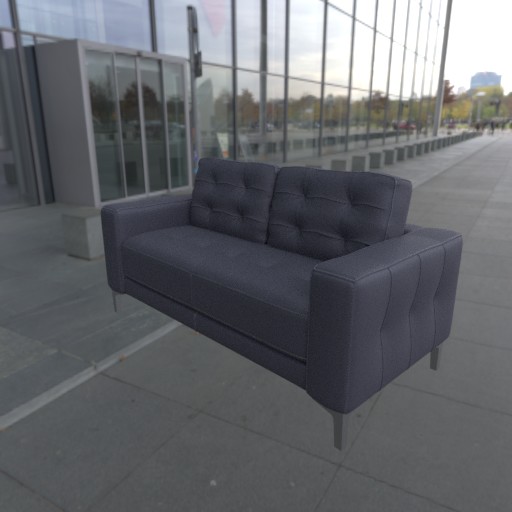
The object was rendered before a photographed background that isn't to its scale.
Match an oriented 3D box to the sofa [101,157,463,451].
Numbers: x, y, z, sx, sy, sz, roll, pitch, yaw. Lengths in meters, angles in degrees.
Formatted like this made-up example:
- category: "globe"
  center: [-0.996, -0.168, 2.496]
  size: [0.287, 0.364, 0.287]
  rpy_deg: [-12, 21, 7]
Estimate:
- category: "sofa"
  center: [0.000, 0.000, 2.229]
  size: [0.833, 0.893, 1.726]
  rpy_deg: [-16, 23, -42]
